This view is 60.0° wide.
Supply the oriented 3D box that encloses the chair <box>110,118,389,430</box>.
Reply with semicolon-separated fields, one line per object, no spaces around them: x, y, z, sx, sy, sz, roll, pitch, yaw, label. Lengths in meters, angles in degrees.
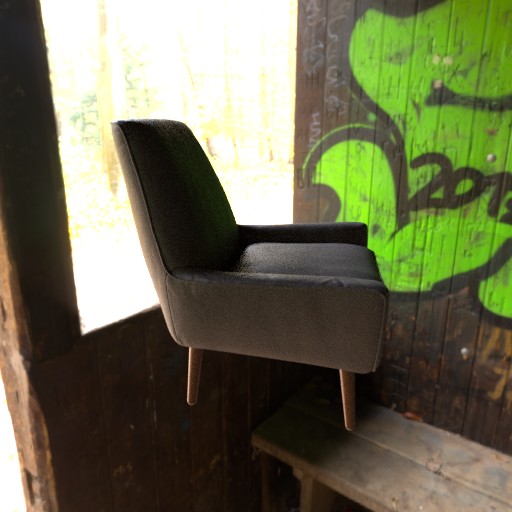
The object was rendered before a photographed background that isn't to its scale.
0.000;0.000;1.497;0.822;0.888;0.787;3;17;9;chair
